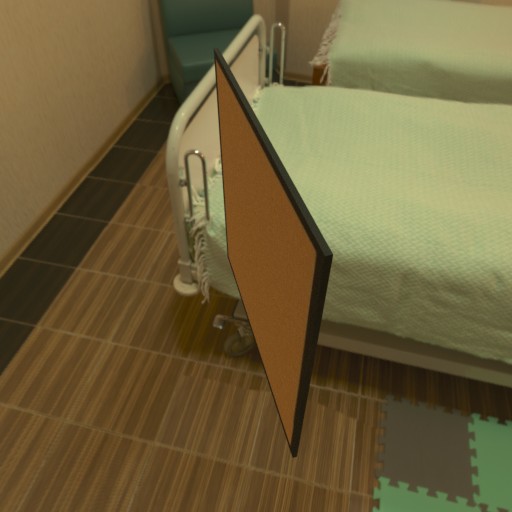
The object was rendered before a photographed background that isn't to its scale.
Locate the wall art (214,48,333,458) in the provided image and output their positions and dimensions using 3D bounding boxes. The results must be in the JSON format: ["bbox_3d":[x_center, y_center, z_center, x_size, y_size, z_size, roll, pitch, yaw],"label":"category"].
[{"bbox_3d":[0.000,0.000,1.238,0.013,0.823,0.823,-11,47,-11],"label":"wall art"}]
